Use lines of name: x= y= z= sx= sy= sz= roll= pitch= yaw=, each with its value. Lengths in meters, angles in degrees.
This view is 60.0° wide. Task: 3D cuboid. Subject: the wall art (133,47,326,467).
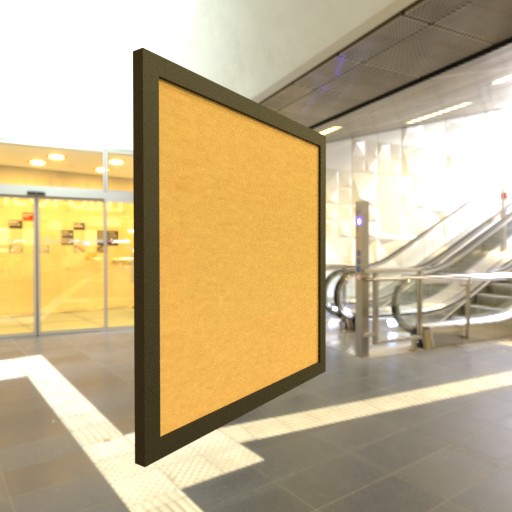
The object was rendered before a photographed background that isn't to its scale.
wall art: x=0.000 y=0.000 z=0.525 sx=0.013 sy=0.356 sz=0.356 roll=1 pitch=1 yaw=34
